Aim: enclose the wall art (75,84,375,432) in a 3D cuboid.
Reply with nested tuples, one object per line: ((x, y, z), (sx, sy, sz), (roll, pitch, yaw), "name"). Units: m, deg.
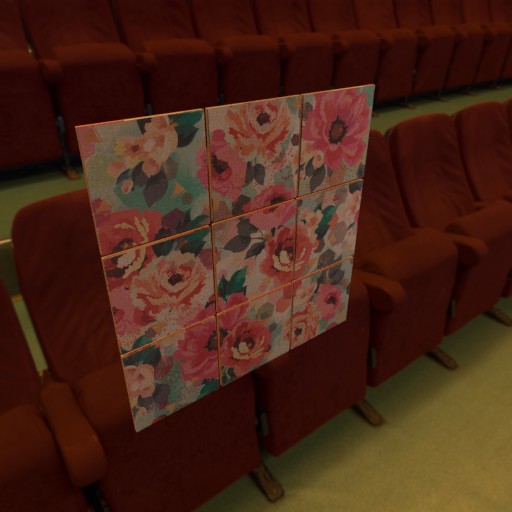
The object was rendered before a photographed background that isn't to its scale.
((0.000, 0.000, 1.358), (0.911, 0.910, 0.012), (-20, 35, -32), "wall art")
